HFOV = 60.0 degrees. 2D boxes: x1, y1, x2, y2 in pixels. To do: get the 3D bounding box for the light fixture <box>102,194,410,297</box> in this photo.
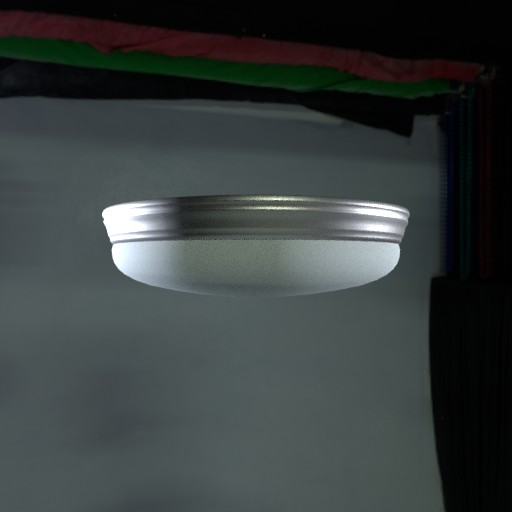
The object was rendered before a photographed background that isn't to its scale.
[{"bbox_3d":[0.000,0.000,0.561,0.368,0.100,0.368,0,-1,0],"label":"light fixture"}]
